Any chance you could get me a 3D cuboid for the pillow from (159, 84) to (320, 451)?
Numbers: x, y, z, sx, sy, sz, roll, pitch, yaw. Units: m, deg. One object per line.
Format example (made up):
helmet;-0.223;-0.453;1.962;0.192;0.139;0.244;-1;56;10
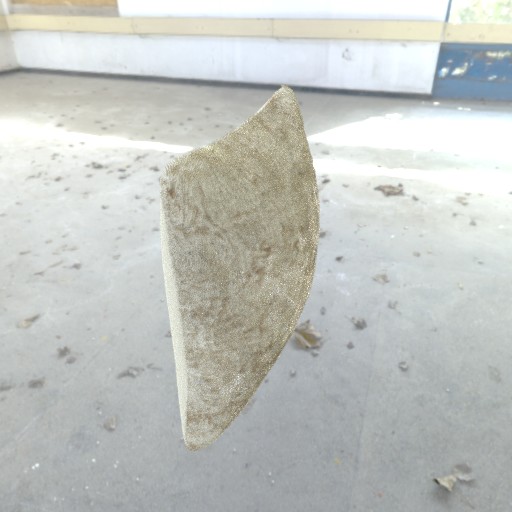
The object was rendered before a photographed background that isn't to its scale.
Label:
pillow;0.000;0.000;0.831;0.216;0.525;0.538;10;33;16
